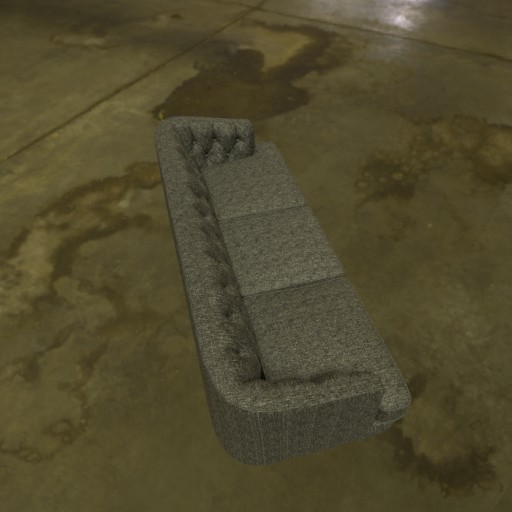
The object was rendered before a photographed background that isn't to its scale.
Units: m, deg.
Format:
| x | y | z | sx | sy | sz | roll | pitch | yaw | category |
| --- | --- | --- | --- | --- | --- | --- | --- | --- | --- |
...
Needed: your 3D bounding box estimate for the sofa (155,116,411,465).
| x | y | z | sx | sy | sz | roll | pitch | yaw | category |
| --- | --- | --- | --- | --- | --- | --- | --- | --- | --- |
| 0.000 | 0.000 | 2.737 | 0.941 | 0.855 | 2.278 | -11 | 48 | -10 | sofa |
